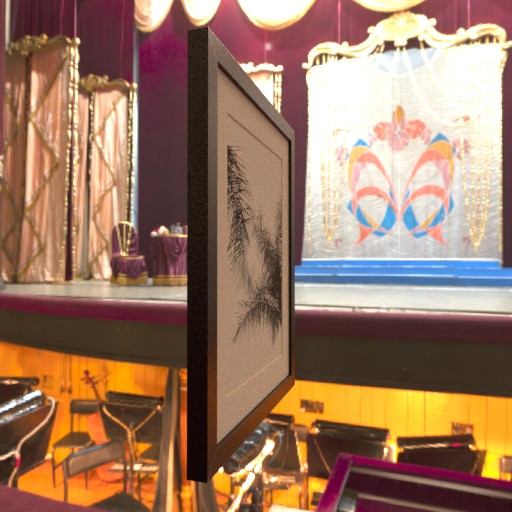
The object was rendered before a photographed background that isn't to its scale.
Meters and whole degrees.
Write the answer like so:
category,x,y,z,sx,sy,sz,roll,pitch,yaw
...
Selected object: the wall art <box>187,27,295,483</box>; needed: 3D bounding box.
category,x,y,z,sx,sy,sz,roll,pitch,yaw
wall art,0.000,0.000,0.761,0.028,0.557,0.457,0,-1,18
